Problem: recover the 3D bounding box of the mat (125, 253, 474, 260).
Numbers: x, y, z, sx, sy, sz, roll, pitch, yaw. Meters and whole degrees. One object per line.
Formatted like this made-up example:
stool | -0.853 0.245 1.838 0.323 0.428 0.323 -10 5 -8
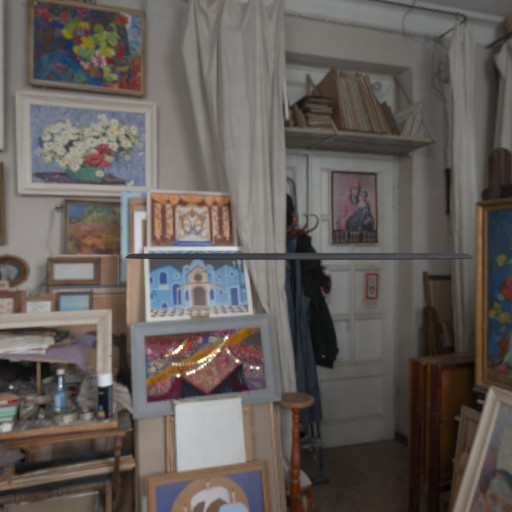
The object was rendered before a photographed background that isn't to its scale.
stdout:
mat | 0.000 0.000 1.855 1.525 0.022 0.917 0 0 35
